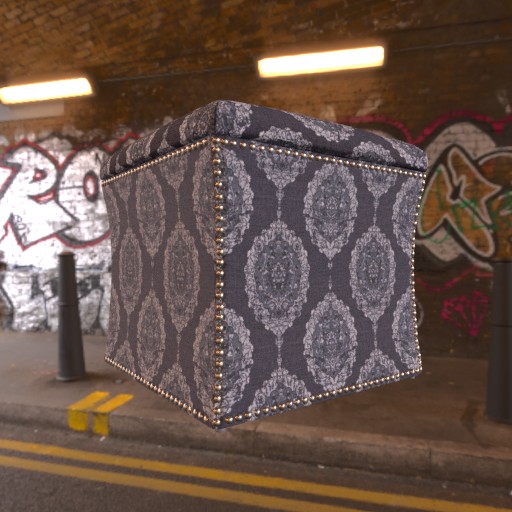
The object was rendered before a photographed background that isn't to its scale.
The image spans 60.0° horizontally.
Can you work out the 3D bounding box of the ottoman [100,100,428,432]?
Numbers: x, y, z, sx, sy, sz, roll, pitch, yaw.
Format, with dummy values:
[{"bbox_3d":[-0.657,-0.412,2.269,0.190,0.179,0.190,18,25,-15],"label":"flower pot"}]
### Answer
[{"bbox_3d":[0.000,0.000,0.909,0.507,0.475,0.497,0,0,-36],"label":"ottoman"}]
